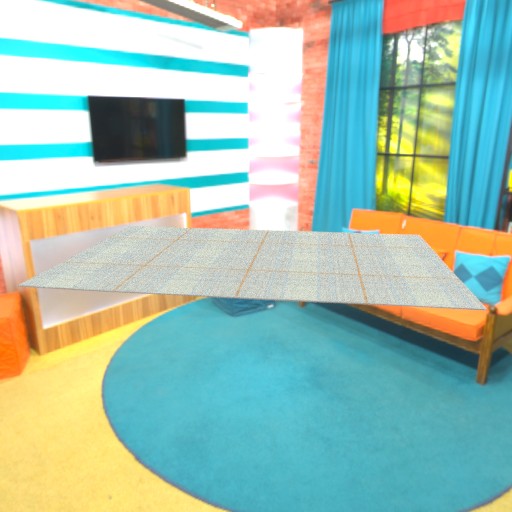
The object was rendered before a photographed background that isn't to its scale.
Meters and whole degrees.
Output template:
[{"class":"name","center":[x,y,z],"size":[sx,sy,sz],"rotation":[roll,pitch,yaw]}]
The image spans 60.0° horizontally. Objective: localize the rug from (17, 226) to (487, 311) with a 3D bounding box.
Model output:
[{"class":"rug","center":[0.000,0.000,3.000],"size":[2.442,0.016,1.527],"rotation":[2,16,8]}]
